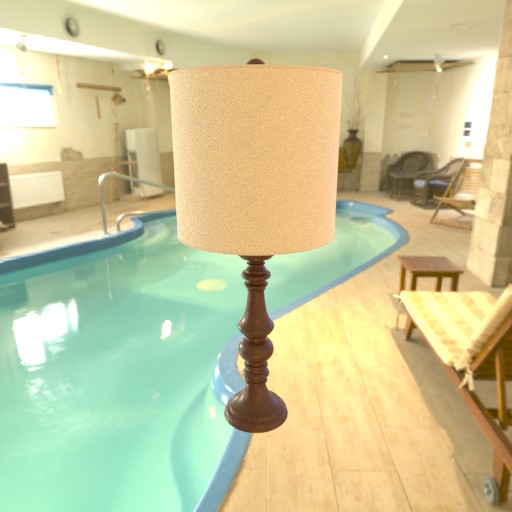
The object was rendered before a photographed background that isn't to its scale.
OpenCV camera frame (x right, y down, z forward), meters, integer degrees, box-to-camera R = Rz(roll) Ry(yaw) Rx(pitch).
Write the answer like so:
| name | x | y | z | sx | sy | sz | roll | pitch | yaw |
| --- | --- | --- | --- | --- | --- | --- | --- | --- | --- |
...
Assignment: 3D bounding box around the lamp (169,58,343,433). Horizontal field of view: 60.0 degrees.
| name | x | y | z | sx | sy | sz | roll | pitch | yaw |
| --- | --- | --- | --- | --- | --- | --- | --- | --- | --- |
| lamp | 0.000 | 0.000 | 0.727 | 0.250 | 0.597 | 0.250 | 2 | 17 | 7 |
